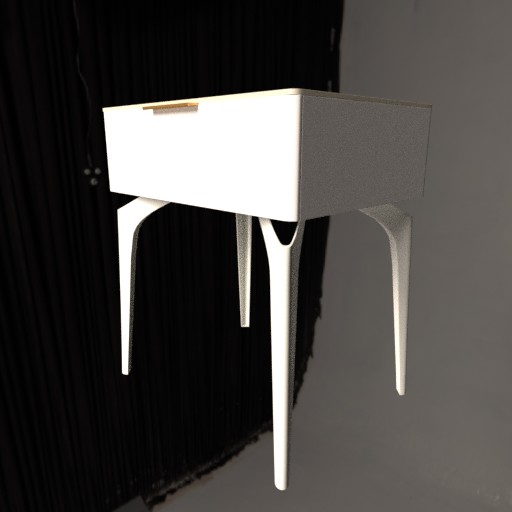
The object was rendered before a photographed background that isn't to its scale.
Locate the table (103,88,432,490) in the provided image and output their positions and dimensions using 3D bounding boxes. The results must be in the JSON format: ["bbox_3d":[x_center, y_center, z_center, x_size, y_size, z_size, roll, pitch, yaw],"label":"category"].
[{"bbox_3d":[0.000,0.000,0.890,0.400,0.570,0.500,-14,20,-43],"label":"table"}]
